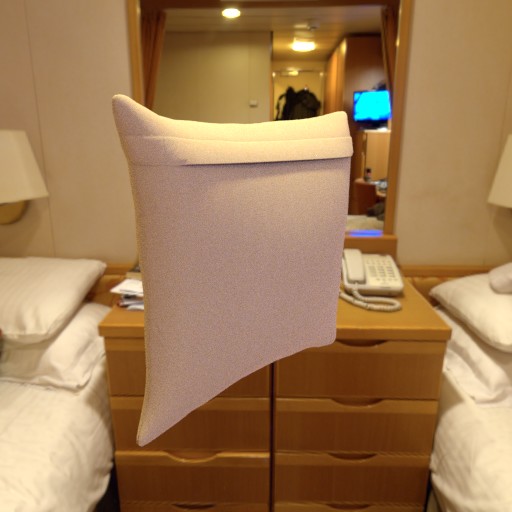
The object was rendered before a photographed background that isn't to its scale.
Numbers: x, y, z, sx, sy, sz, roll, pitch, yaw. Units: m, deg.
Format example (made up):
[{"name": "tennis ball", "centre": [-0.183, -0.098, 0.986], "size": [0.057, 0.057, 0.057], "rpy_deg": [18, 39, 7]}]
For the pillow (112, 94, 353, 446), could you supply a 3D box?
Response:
[{"name": "pillow", "centre": [0.000, 0.000, 0.626], "size": [0.173, 0.406, 0.405], "rpy_deg": [14, 21, 43]}]
